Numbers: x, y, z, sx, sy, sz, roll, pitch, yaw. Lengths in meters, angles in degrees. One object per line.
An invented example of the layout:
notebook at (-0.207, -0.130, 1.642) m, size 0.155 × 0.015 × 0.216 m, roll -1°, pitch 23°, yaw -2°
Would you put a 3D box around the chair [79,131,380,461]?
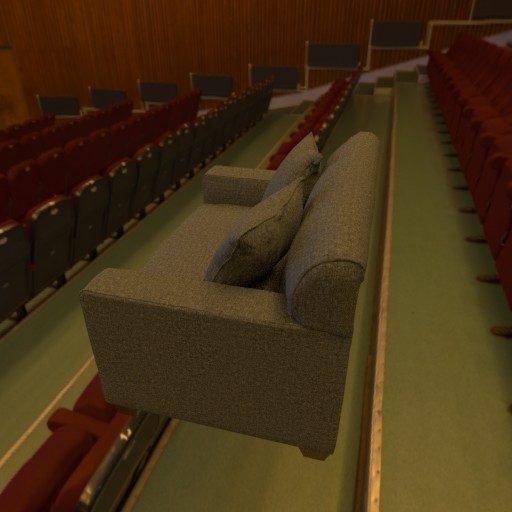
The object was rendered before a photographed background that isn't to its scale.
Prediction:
chair at (0.000, 0.000, 2.090) m, size 1.000 × 0.948 × 1.383 m, roll 8°, pitch 31°, yaw 13°
